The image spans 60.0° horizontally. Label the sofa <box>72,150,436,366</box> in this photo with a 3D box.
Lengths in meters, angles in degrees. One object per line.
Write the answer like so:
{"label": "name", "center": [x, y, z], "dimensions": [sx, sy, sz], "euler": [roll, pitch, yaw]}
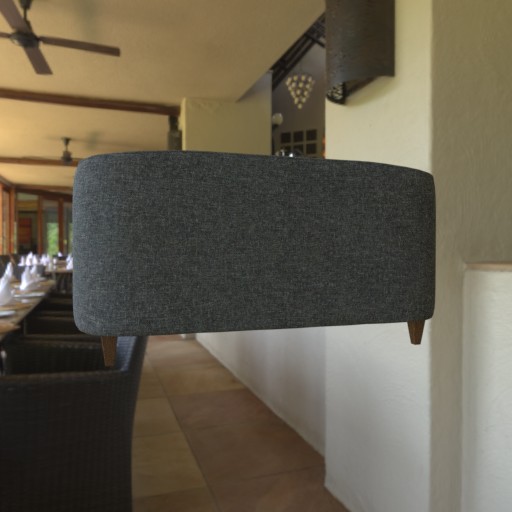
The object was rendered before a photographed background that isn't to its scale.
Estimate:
{"label": "sofa", "center": [0.000, 0.000, 2.294], "dimensions": [1.733, 0.855, 0.941], "euler": [0, 1, -16]}
